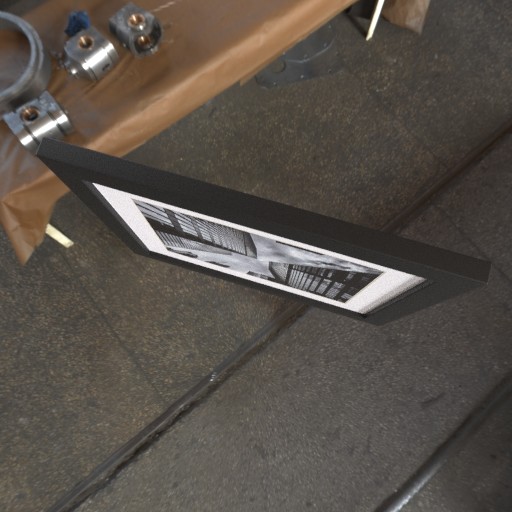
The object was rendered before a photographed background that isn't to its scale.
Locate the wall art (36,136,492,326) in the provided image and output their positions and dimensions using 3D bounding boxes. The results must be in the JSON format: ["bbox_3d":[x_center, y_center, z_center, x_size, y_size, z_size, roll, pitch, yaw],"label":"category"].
[{"bbox_3d":[0.000,0.000,0.744,0.558,0.457,0.031,16,76,4],"label":"wall art"}]
